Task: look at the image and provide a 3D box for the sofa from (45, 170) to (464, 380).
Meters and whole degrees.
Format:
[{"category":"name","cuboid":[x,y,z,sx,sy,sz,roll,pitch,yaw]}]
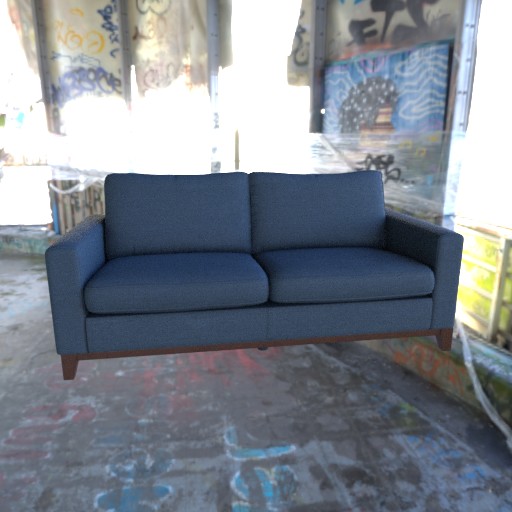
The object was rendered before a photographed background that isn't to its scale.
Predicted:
[{"category":"sofa","cuboid":[0.000,0.000,2.387,1.900,0.865,0.877,-2,15,-9]}]
